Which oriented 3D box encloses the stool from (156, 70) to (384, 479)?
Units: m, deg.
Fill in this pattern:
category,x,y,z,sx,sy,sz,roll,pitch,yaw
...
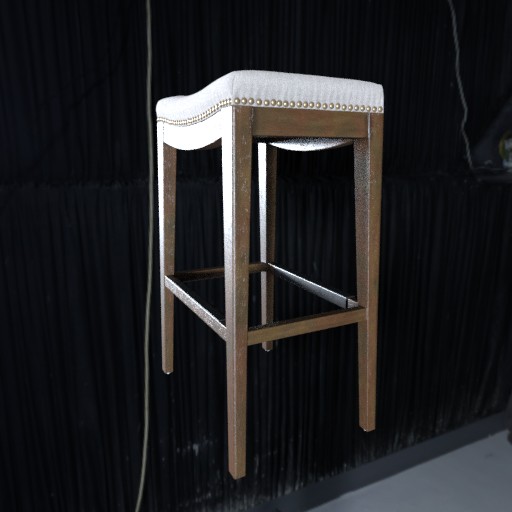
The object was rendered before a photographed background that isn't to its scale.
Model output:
category,x,y,z,sx,sy,sz,roll,pitch,yaw
stool,0.000,0.000,1.076,0.356,0.762,0.508,-7,15,-27
